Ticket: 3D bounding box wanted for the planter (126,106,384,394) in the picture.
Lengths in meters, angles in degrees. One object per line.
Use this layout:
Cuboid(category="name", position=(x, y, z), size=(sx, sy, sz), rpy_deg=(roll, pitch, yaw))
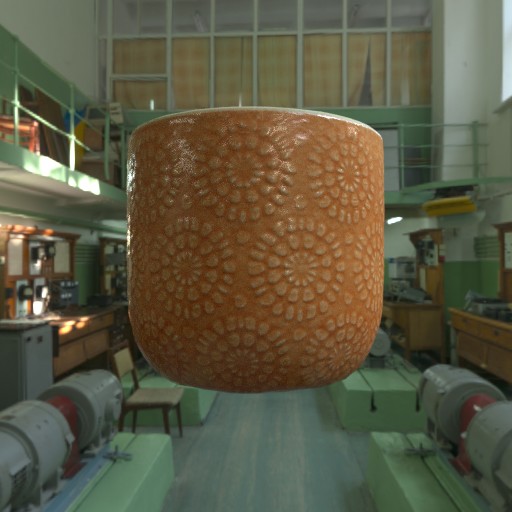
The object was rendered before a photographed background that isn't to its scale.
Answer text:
Cuboid(category="planter", position=(0.000, 0.000, 0.295), size=(0.170, 0.152, 0.170), rpy_deg=(0, 0, 0))
